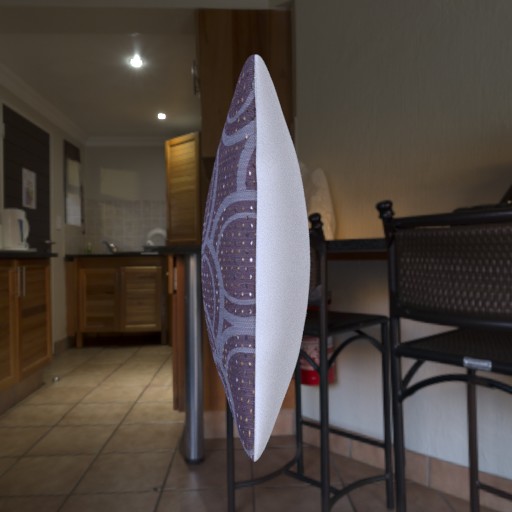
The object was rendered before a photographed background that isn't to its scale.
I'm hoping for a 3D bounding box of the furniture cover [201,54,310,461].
[{"bbox_3d":[0.000,0.000,0.822,0.193,0.509,0.552,0,1,0],"label":"furniture cover"}]
